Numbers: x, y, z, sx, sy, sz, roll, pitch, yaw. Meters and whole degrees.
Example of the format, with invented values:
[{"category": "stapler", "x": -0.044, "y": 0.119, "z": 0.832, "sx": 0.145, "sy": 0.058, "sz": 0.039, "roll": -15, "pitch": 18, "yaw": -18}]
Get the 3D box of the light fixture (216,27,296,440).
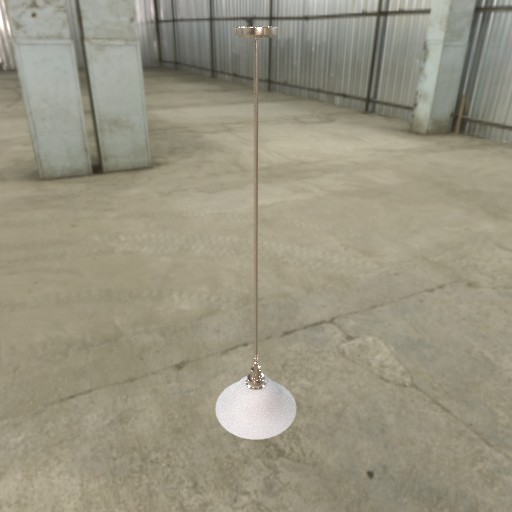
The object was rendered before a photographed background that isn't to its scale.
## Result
[{"category": "light fixture", "x": 0.000, "y": 0.000, "z": 1.476, "sx": 0.324, "sy": 1.354, "sz": 0.324, "roll": 0, "pitch": 27, "yaw": 1}]
